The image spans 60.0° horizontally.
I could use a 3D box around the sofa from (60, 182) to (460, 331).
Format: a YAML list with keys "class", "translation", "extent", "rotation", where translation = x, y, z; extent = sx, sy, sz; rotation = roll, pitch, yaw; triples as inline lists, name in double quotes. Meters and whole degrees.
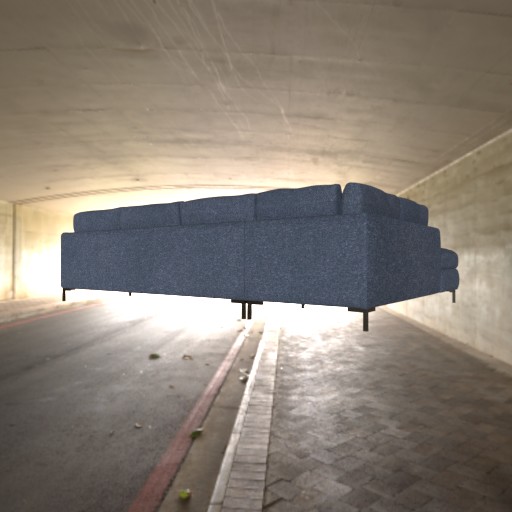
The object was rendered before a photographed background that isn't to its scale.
- class: "sofa"
  translation: [0.000, 0.000, 3.920]
  extent: [2.949, 0.815, 2.007]
  rotation: [0, -1, 36]
